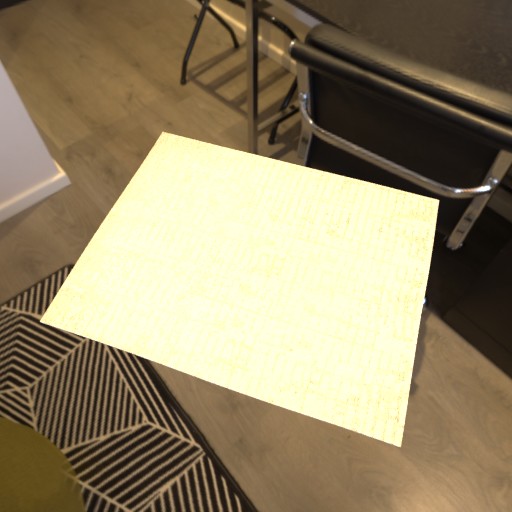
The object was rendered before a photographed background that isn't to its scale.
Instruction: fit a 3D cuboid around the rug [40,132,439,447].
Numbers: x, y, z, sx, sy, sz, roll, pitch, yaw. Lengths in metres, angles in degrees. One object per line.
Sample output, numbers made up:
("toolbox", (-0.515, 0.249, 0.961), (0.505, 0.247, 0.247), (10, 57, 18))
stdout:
("rug", (0.000, 0.000, 4.094), (3.061, 0.014, 2.447), (16, 59, 10))
